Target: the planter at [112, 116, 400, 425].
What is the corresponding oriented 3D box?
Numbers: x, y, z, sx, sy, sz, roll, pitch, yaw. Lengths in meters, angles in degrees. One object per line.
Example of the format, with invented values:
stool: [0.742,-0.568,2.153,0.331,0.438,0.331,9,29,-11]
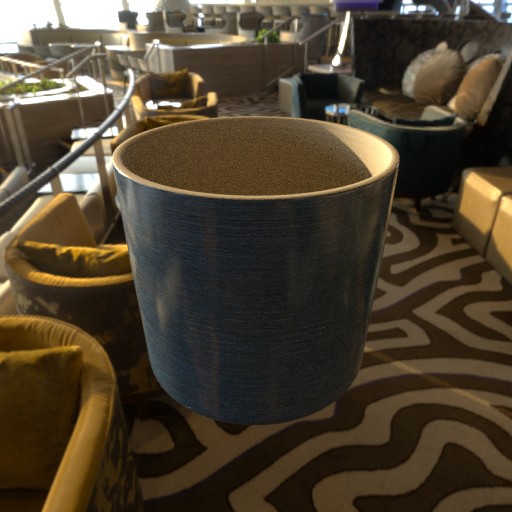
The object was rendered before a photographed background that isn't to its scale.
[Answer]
planter: [0.000,0.000,0.404,0.221,0.201,0.221,0,30,0]
